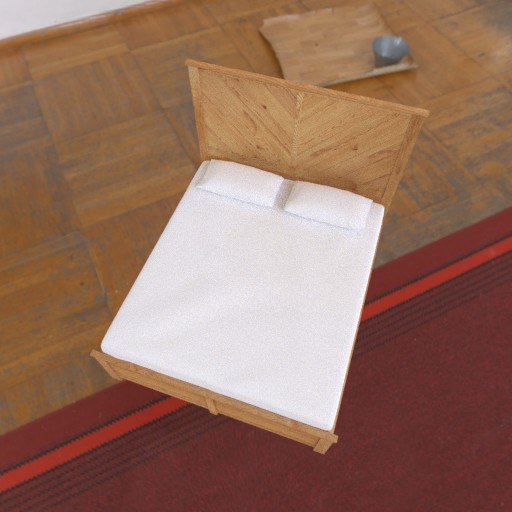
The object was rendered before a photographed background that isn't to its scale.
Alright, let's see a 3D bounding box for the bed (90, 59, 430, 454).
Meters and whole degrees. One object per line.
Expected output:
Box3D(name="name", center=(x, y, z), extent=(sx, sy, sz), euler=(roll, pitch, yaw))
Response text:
Box3D(name="bed", center=(0.000, 0.000, 4.096), extent=(2.225, 1.938, 2.530), euler=(16, 59, 10))
